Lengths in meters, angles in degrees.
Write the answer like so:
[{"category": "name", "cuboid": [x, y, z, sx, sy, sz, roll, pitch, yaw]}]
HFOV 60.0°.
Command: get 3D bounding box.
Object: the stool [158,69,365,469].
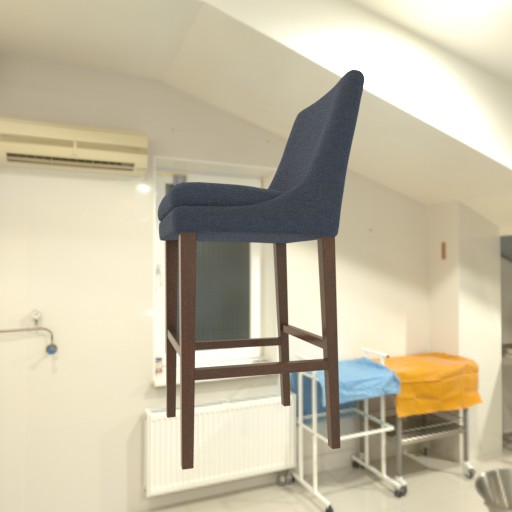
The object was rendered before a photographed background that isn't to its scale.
[{"category": "stool", "cuboid": [0.000, 0.000, 1.389, 0.577, 1.078, 0.470, 0, -1, -17]}]
